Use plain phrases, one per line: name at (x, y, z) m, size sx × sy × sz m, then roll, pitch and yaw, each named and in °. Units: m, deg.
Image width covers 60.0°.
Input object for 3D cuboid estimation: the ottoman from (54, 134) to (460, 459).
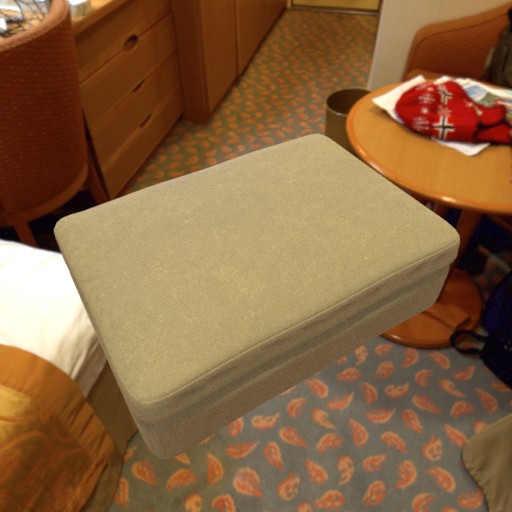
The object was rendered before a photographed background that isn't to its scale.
ottoman at (0.000, 0.000, 1.609) m, size 1.199 × 0.429 × 0.840 m, roll -24°, pitch 50°, yaw -22°
